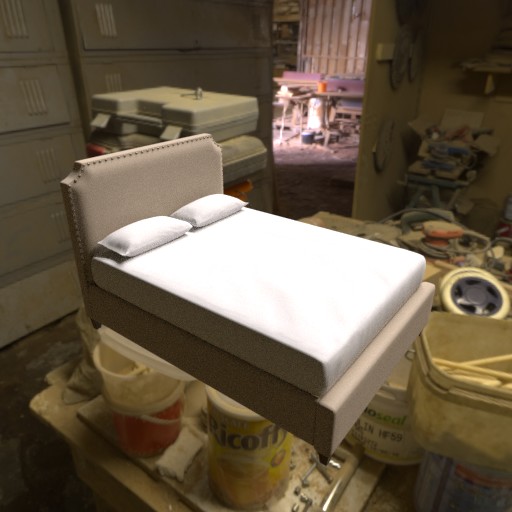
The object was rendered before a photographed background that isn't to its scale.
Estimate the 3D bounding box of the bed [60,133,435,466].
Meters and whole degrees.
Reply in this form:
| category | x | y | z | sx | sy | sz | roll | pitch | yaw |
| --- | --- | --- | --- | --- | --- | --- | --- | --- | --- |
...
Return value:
| category | x | y | z | sx | sy | sz | roll | pitch | yaw |
| --- | --- | --- | --- | --- | --- | --- | --- | --- | --- |
| bed | 0.000 | 0.000 | 3.454 | 2.329 | 1.415 | 1.703 | 18 | 31 | 33 |
